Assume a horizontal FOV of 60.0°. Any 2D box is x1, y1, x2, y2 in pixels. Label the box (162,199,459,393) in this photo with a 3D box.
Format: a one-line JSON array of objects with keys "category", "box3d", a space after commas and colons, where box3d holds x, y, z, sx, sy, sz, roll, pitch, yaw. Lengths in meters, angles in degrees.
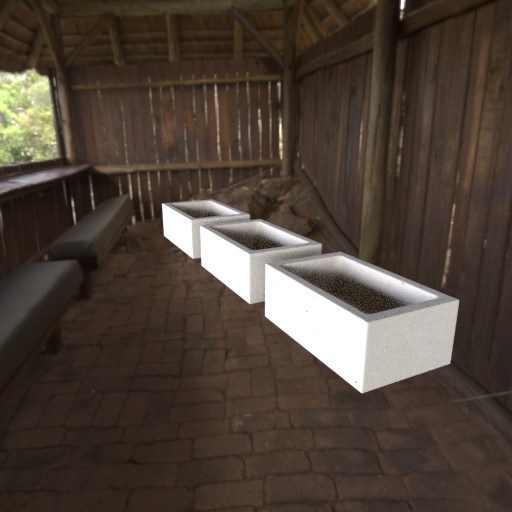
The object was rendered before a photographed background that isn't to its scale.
[{"category": "box", "box3d": [0.000, 0.000, 0.492, 0.082, 0.051, 0.461, -8, 19, -26]}]
